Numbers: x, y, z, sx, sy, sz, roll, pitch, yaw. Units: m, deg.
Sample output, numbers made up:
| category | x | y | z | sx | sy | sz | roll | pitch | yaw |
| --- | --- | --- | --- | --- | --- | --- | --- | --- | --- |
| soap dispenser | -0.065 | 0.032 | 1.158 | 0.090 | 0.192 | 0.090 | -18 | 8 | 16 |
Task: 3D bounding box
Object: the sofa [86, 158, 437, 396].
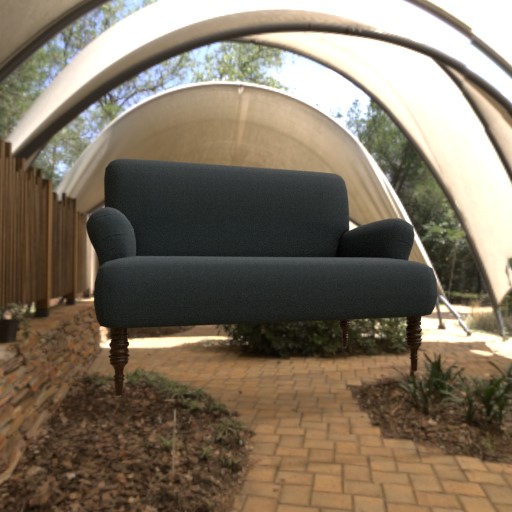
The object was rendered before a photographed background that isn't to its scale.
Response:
| category | x | y | z | sx | sy | sz | roll | pitch | yaw |
| --- | --- | --- | --- | --- | --- | --- | --- | --- | --- |
| sofa | 0.000 | 0.000 | 1.831 | 1.297 | 0.889 | 0.779 | 0 | -2 | -18 |
